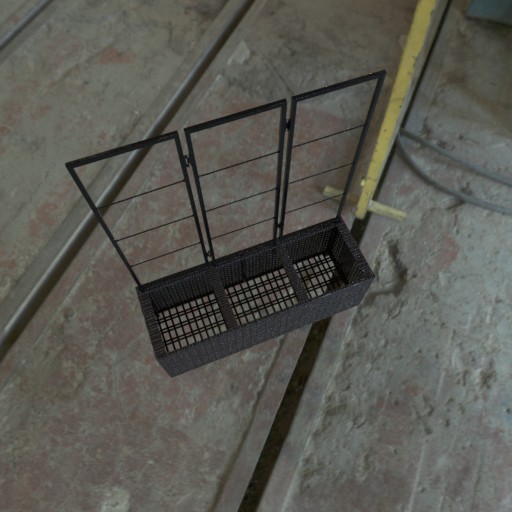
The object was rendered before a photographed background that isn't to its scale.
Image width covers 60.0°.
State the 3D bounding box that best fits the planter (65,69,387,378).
[{"bbox_3d":[0.000,0.000,1.199,0.699,0.841,0.244,-19,65,-10],"label":"planter"}]
